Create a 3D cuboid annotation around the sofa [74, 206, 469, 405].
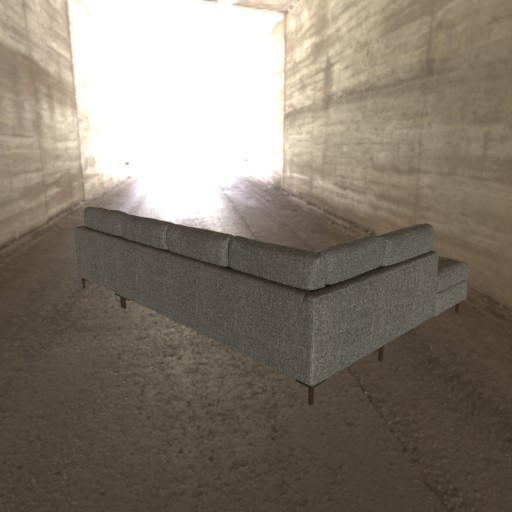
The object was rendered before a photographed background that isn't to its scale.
[{"bbox_3d":[0.000,0.000,3.651,1.879,0.756,2.737,-13,19,-43],"label":"sofa"}]
